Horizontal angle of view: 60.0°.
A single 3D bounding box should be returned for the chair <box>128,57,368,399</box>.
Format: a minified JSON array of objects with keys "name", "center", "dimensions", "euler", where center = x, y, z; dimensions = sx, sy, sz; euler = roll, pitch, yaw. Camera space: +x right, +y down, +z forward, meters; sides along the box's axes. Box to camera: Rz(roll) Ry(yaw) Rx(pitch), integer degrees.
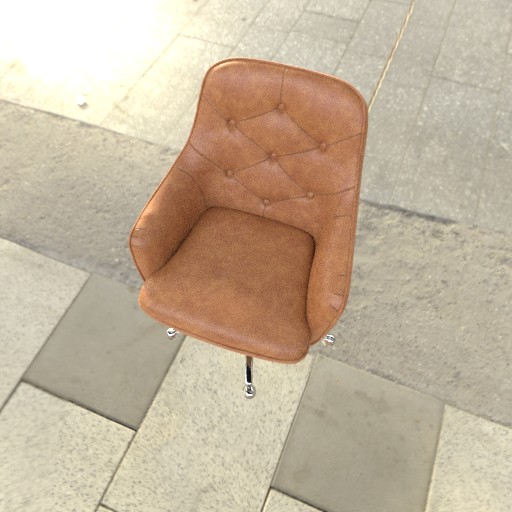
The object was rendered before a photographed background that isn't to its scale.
[{"name":"chair","center":[0.000,0.000,1.339],"dimensions":[0.628,0.909,0.615],"euler":[17,60,10]}]
